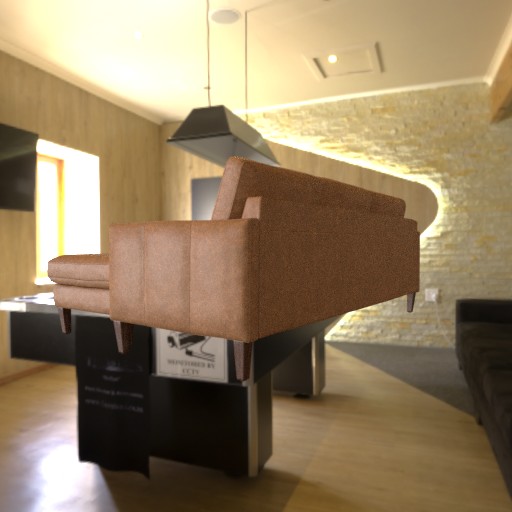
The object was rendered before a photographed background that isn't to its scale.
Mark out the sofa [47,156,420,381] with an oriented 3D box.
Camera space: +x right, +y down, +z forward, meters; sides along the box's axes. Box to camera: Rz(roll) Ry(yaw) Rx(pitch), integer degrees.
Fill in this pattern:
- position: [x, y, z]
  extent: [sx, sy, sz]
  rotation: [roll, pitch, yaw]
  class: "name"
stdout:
- position: [0.000, 0.000, 2.908]
  extent: [1.506, 0.876, 2.178]
  rotation: [1, 2, 36]
  class: "sofa"
